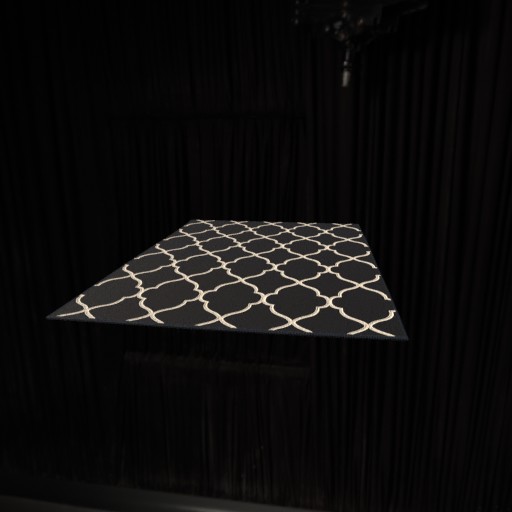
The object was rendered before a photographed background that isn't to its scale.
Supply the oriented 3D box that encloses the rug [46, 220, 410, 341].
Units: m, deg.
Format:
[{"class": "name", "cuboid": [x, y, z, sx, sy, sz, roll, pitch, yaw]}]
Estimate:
[{"class": "rug", "cuboid": [0.000, 0.000, 2.900, 1.528, 0.014, 2.294, 2, 16, 8]}]
